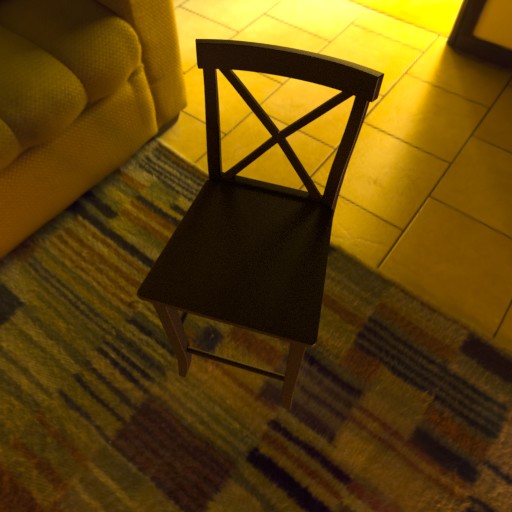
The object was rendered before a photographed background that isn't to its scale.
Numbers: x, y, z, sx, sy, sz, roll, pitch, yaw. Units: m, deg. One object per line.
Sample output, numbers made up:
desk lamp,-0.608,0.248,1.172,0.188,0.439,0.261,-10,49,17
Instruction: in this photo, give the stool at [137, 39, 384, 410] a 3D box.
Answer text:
stool,0.000,0.000,1.303,0.452,0.989,0.559,14,59,9
